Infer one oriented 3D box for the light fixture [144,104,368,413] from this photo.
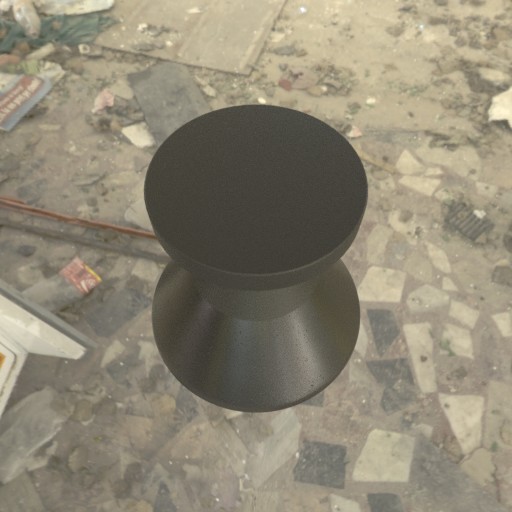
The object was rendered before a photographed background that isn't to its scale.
[{"bbox_3d":[0.000,0.000,0.353,0.200,0.183,0.200,0,58,0],"label":"light fixture"}]
